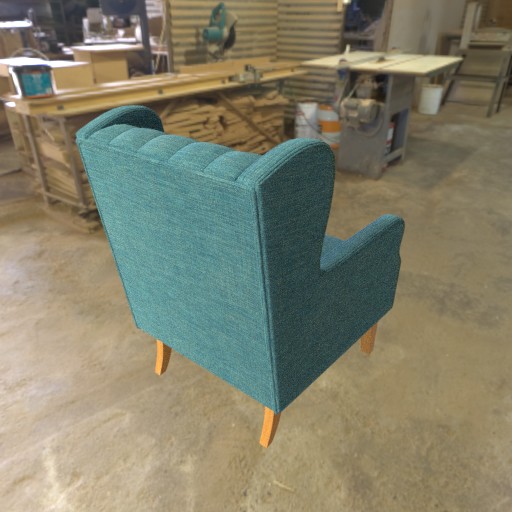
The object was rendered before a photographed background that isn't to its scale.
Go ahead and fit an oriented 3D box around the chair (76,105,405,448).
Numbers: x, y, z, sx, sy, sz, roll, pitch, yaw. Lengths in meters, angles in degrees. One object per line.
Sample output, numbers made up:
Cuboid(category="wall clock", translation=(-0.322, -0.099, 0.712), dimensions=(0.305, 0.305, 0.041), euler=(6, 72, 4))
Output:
Cuboid(category="chair", translation=(0.000, 0.000, 1.472), dimensions=(0.711, 0.952, 0.775), euler=(21, 36, 33))
